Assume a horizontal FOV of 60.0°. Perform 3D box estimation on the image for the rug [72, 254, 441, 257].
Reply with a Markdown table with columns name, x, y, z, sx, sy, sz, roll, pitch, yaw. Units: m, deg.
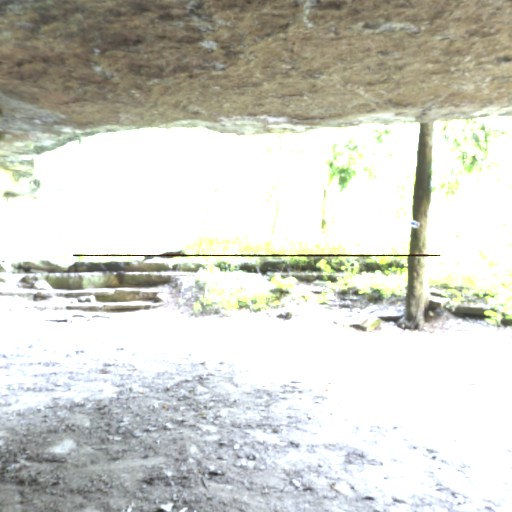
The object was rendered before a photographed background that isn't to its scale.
| name | x | y | z | sx | sy | sz | roll | pitch | yaw |
| --- | --- | --- | --- | --- | --- | --- | --- | --- | --- |
| rug | 0.000 | 0.000 | 3.048 | 1.531 | 0.010 | 2.442 | 0 | 0 | 0 |
